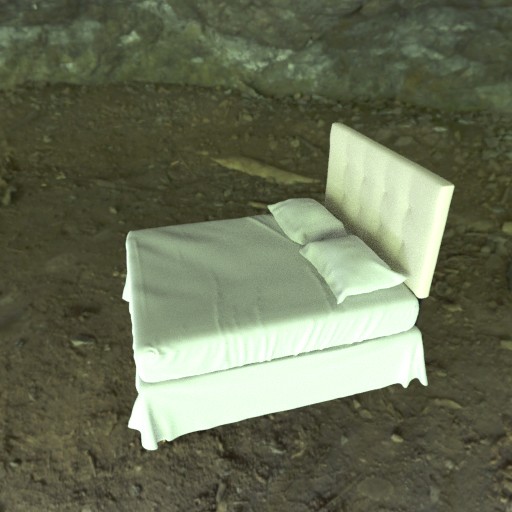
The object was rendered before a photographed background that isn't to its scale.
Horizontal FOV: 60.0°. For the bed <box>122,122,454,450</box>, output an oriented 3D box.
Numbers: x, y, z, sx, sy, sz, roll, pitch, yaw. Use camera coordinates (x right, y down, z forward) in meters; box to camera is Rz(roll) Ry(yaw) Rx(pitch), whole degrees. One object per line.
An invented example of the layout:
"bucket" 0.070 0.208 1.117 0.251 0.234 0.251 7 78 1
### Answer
"bed" 0.000 0.000 3.491 2.222 1.577 1.936 -8 31 -14
